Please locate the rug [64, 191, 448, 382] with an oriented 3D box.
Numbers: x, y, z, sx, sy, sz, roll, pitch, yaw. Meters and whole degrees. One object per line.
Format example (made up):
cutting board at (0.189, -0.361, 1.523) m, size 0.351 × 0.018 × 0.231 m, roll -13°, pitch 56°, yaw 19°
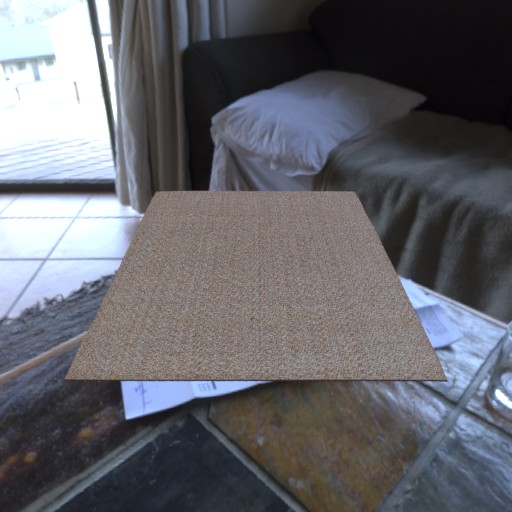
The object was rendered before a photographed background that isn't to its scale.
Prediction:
rug at (0.000, 0.000, 4.083) m, size 2.439 × 0.013 × 3.048 m, roll 0°, pitch 31°, yaw 0°
